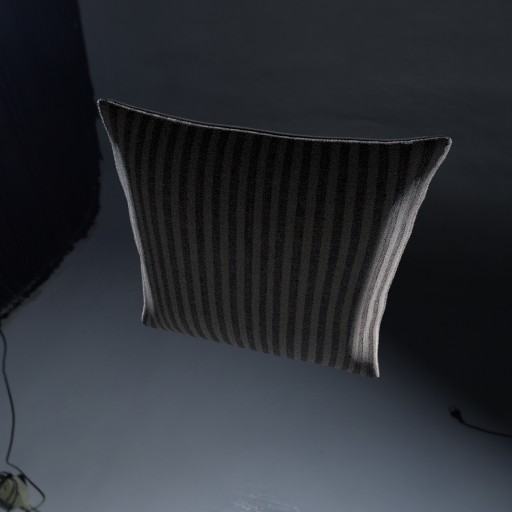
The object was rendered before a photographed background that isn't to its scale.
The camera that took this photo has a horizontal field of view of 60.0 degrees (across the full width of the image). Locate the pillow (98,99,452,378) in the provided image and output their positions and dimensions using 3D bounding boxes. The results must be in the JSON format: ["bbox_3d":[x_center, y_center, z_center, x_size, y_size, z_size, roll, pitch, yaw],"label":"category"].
[{"bbox_3d":[0.000,0.000,0.782,0.523,0.506,0.166,10,41,12],"label":"pillow"}]
